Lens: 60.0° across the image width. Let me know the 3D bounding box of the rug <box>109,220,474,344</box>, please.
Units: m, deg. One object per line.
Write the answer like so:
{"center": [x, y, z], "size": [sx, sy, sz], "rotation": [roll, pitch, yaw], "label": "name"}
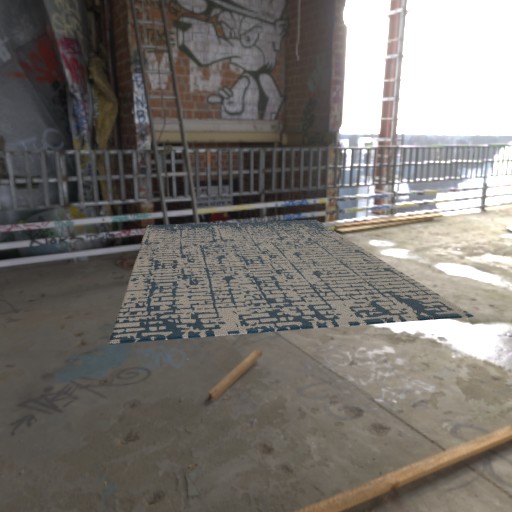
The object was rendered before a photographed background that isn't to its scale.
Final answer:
{"center": [0.000, 0.000, 2.306], "size": [1.220, 0.007, 1.828], "rotation": [-3, 16, -9], "label": "rug"}
